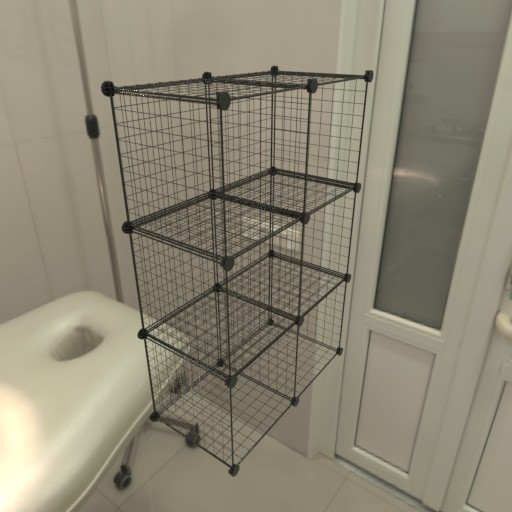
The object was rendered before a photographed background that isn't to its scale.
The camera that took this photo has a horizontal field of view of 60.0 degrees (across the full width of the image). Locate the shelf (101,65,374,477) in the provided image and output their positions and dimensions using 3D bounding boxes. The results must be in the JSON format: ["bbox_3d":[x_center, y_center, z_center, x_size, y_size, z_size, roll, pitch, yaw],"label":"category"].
[{"bbox_3d":[0.000,0.000,1.406,0.356,1.067,0.711,18,32,32],"label":"shelf"}]
